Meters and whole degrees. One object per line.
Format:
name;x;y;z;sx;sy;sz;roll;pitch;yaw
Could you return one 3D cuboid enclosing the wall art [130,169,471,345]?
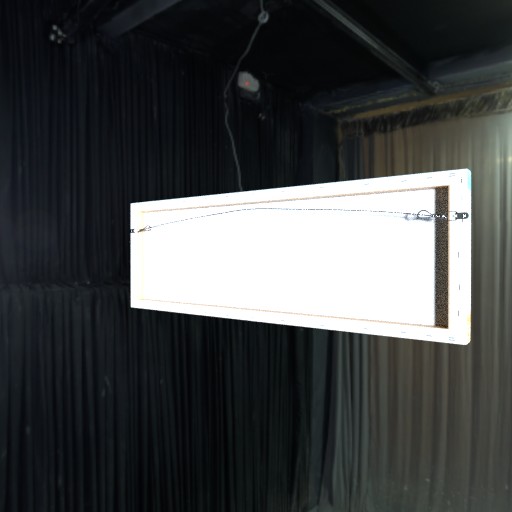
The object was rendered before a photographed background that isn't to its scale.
wall art;0.000;0.000;0.860;0.759;0.254;0.044;0;0;36
